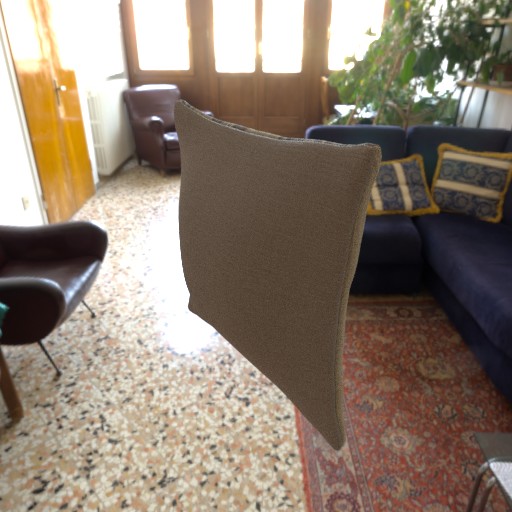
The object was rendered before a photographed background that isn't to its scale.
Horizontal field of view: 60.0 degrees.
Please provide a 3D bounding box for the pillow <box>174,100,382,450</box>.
[{"bbox_3d":[0.000,0.000,0.679,0.189,0.416,0.435,-18,31,-31],"label":"pillow"}]
